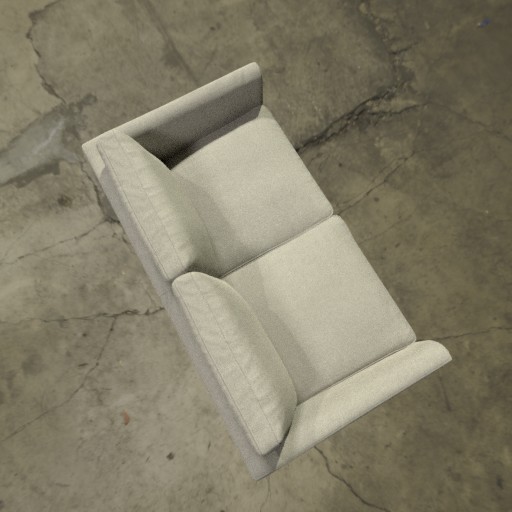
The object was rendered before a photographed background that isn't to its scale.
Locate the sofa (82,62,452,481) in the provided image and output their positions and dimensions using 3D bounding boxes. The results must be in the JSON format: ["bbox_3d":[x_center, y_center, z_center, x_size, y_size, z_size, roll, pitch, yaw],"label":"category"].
[{"bbox_3d":[0.000,0.000,2.435,1.091,0.839,1.905,-29,77,-7],"label":"sofa"}]
